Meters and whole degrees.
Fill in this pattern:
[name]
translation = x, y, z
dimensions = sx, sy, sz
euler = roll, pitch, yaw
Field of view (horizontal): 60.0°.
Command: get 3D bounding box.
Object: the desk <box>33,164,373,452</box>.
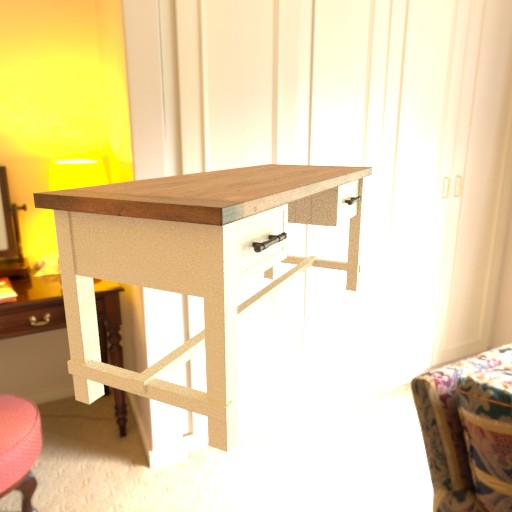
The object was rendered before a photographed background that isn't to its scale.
[desk]
translation = 0.000, 0.000, 2.137
dimensions = 0.688, 0.762, 1.803
euler = 7, 16, 25
